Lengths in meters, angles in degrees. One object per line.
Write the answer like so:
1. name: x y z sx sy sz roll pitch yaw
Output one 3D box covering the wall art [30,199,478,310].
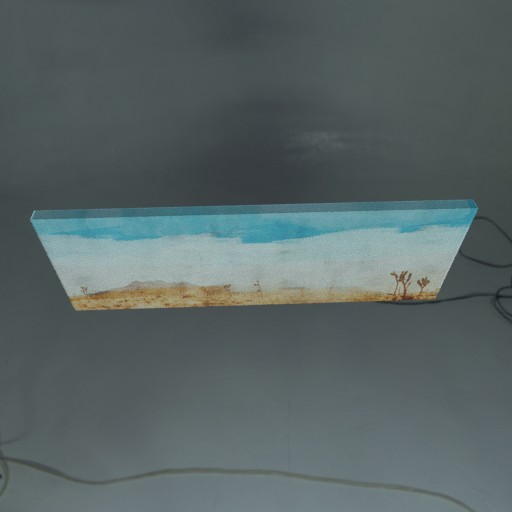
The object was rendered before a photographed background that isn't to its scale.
1. wall art: 0.000 0.000 0.854 0.759 0.254 0.044 -2 47 -2
